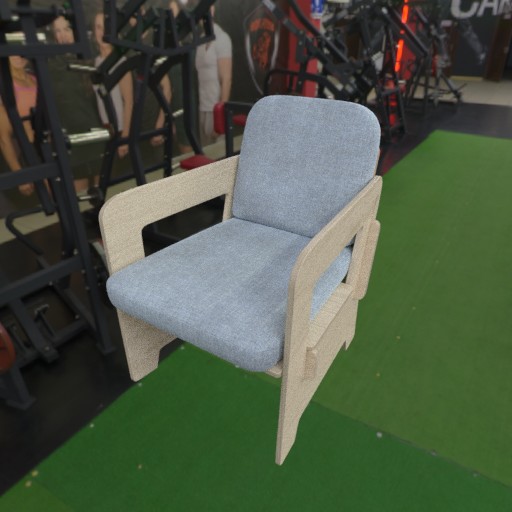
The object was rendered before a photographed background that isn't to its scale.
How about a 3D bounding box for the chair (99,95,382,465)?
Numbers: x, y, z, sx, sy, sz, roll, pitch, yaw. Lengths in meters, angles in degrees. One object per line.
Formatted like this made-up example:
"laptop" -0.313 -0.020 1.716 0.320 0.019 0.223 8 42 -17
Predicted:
"chair" 0.000 0.000 1.286 0.590 0.800 0.710 18 33 30
